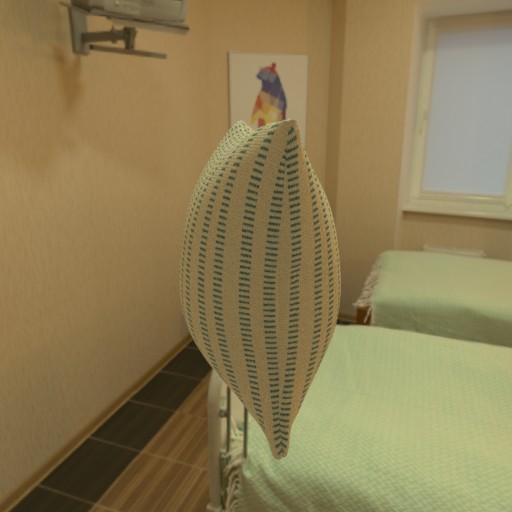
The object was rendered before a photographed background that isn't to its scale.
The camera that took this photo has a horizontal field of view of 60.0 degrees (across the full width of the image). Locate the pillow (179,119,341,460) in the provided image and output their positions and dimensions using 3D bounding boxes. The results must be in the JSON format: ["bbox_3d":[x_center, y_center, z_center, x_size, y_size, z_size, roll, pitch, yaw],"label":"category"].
[{"bbox_3d":[0.000,0.000,0.711,0.247,0.419,0.438,-3,17,-9],"label":"pillow"}]
